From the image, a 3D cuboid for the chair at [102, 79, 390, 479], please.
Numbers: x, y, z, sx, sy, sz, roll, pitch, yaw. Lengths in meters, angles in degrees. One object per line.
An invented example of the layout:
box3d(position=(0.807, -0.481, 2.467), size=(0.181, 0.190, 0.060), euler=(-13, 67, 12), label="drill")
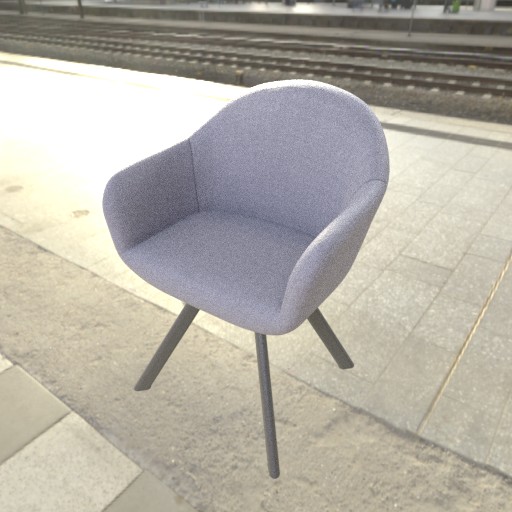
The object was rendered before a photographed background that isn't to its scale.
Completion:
box3d(position=(0.000, 0.000, 1.152), size=(0.590, 0.795, 0.550), euler=(20, 36, 29), label="chair")
